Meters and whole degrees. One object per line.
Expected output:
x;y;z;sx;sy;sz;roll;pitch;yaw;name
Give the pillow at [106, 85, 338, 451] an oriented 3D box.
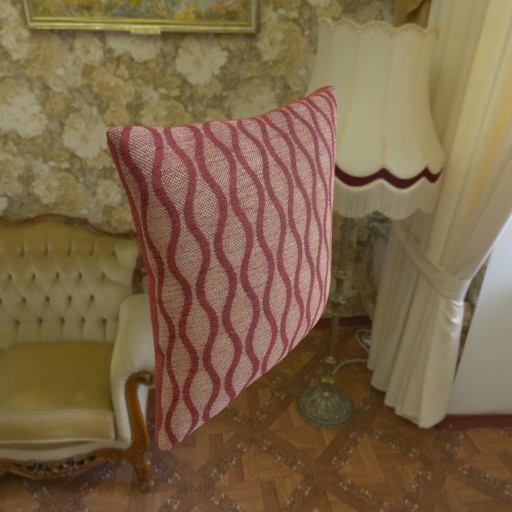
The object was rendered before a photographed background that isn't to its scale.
0.000;0.000;0.647;0.159;0.434;0.429;18;32;32;pillow
